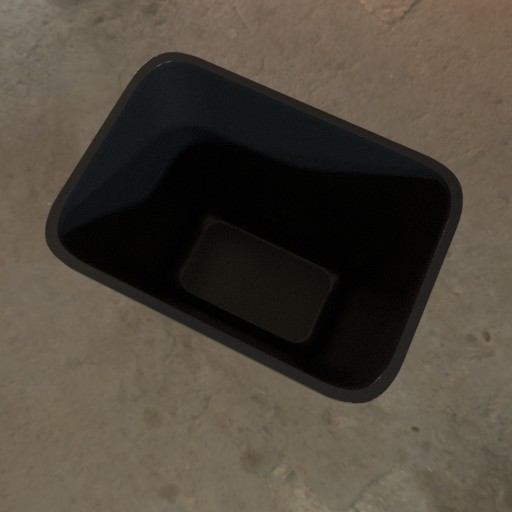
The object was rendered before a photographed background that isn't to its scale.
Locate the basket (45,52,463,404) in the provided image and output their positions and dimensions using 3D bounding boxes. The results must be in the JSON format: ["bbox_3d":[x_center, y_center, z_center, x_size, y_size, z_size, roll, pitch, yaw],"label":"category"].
[{"bbox_3d":[0.000,0.000,0.502,0.300,0.307,0.211,25,78,6],"label":"basket"}]
